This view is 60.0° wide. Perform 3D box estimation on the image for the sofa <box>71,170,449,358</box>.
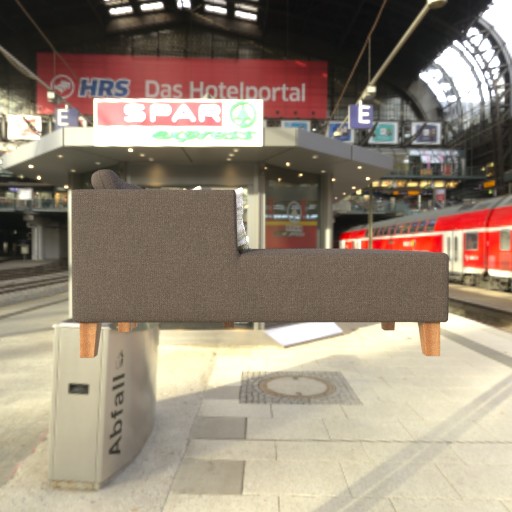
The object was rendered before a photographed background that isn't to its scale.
[{"bbox_3d":[0.000,0.000,3.434,1.829,0.932,2.679,0,1,-1],"label":"sofa"}]
